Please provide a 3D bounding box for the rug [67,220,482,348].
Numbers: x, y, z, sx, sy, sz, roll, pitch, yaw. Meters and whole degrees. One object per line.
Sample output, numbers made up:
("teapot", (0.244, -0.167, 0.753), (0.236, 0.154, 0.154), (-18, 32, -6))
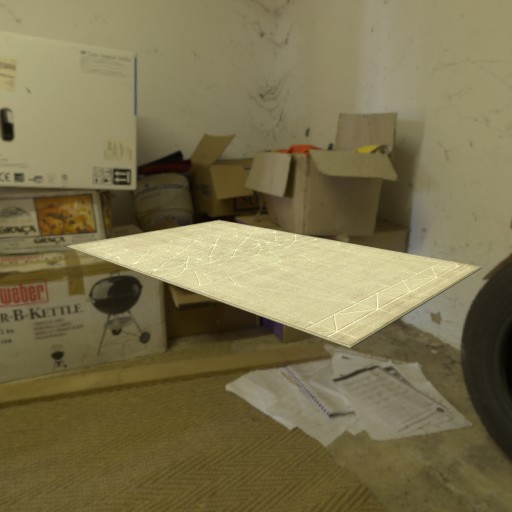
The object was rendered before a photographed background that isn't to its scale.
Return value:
("rug", (0.000, 0.000, 3.035), (2.438, 0.012, 1.524), (13, 20, 42))
